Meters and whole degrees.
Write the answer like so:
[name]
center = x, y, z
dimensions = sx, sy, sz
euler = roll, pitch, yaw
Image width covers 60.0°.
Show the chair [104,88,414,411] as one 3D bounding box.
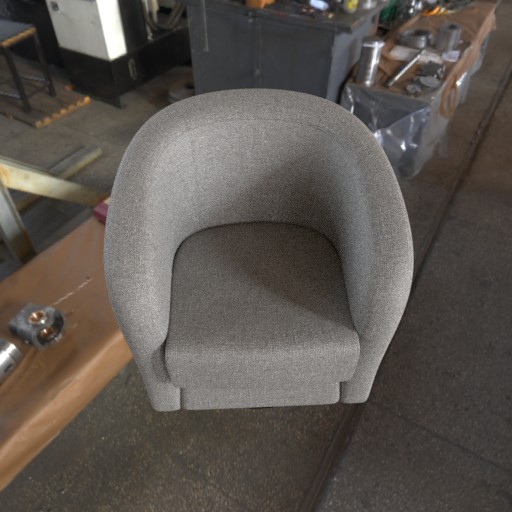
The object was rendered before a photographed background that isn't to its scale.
[chair]
center = 0.000, 0.000, 1.430
dimensions = 0.791, 0.771, 0.815
euler = -2, 45, -2
